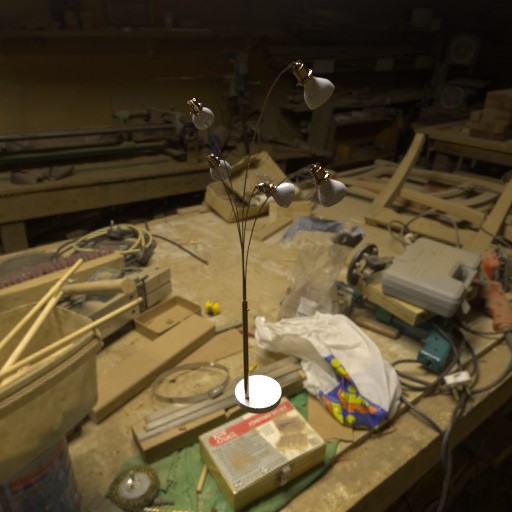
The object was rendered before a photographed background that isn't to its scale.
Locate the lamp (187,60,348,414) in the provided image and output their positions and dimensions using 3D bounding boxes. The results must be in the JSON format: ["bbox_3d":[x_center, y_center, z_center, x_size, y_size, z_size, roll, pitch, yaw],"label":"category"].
[{"bbox_3d":[0.000,0.000,2.947,0.361,2.423,1.405,-18,31,-32],"label":"lamp"}]
